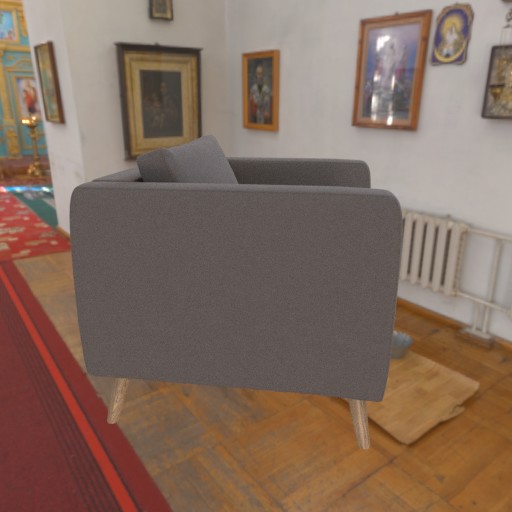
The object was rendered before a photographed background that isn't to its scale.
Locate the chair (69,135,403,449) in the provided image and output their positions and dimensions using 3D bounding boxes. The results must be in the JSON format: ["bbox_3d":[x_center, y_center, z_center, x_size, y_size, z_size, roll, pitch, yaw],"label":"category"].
[{"bbox_3d":[0.000,0.000,1.684,0.930,0.860,1.000,3,18,8],"label":"chair"}]
